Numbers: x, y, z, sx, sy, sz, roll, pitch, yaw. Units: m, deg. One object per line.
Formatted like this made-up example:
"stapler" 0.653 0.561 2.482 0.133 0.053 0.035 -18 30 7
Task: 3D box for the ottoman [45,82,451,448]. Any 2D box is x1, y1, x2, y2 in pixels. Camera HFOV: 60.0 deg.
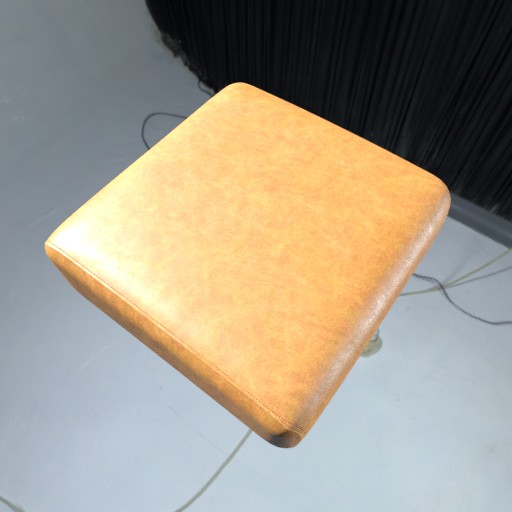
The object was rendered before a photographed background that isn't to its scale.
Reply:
"ottoman" 0.000 0.000 1.066 0.650 0.399 0.650 33 64 18
